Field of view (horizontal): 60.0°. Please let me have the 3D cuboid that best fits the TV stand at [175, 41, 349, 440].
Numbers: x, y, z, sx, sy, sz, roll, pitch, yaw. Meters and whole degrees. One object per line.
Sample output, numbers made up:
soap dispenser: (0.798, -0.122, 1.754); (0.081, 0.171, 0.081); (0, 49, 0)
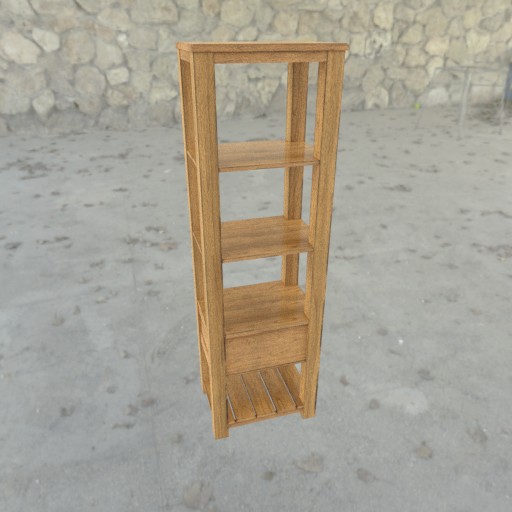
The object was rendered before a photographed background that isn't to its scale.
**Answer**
TV stand: (0.000, 0.000, 2.105); (0.565, 1.828, 0.435); (-8, 28, -15)
